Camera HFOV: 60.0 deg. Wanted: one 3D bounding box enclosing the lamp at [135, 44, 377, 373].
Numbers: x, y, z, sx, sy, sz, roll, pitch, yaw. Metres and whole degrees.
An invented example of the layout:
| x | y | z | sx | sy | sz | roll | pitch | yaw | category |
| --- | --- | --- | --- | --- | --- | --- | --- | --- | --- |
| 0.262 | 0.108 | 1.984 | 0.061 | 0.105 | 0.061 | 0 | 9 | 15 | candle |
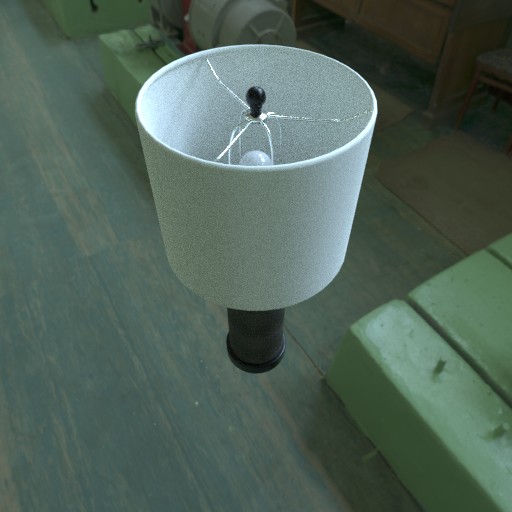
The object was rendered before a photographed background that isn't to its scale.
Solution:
| x | y | z | sx | sy | sz | roll | pitch | yaw | category |
| --- | --- | --- | --- | --- | --- | --- | --- | --- | --- |
| 0.000 | 0.000 | 0.792 | 0.305 | 0.634 | 0.305 | -25 | 53 | -21 | lamp |
